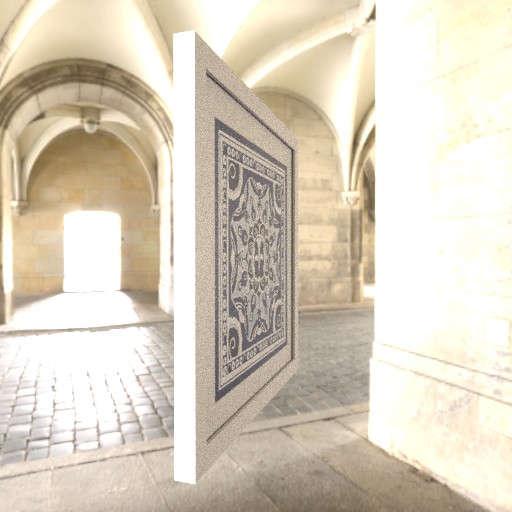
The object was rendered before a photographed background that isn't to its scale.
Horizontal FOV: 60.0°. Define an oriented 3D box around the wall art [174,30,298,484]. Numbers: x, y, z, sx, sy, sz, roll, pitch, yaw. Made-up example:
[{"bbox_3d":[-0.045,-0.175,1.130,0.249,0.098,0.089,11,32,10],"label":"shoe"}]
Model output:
[{"bbox_3d":[0.000,0.000,0.816,0.028,0.559,0.559,0,1,19],"label":"wall art"}]
